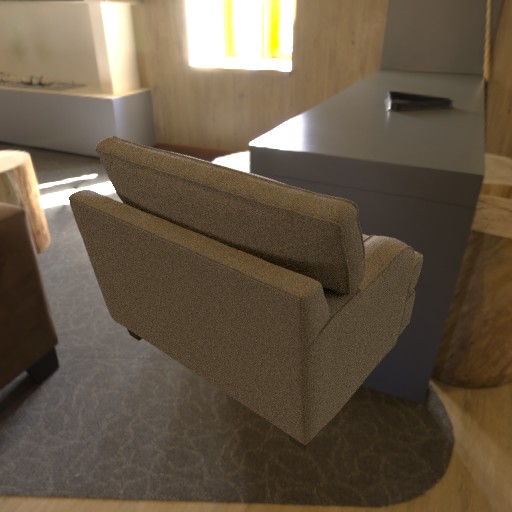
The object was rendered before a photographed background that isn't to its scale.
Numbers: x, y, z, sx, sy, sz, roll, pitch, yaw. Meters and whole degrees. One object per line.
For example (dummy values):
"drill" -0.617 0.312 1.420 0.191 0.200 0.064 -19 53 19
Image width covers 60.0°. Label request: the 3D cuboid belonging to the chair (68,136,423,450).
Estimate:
"chair" 0.000 0.000 2.010 1.220 1.016 1.040 22 36 33
